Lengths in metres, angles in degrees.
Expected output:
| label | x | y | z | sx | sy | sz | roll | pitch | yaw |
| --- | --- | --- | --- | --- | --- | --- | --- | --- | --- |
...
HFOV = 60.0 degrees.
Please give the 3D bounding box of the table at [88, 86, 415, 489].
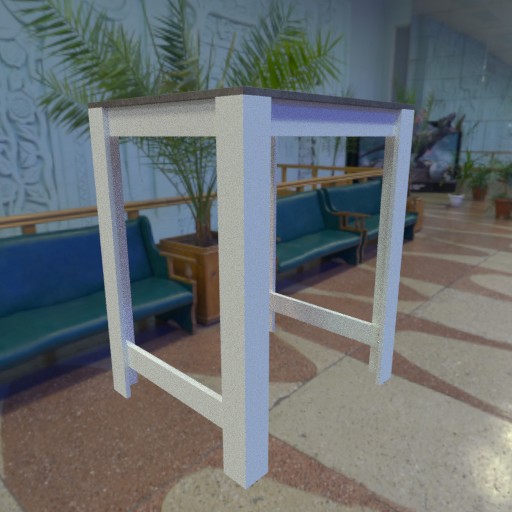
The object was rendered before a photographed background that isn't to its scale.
| label | x | y | z | sx | sy | sz | roll | pitch | yaw |
| --- | --- | --- | --- | --- | --- | --- | --- | --- | --- |
| table | 0.000 | 0.000 | 1.568 | 0.700 | 1.020 | 0.800 | 14 | 21 | 42 |
